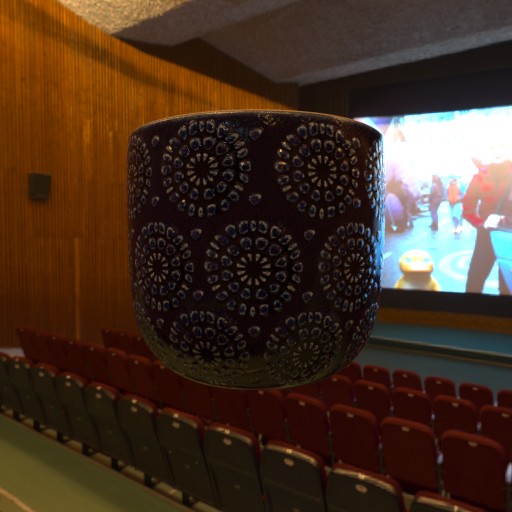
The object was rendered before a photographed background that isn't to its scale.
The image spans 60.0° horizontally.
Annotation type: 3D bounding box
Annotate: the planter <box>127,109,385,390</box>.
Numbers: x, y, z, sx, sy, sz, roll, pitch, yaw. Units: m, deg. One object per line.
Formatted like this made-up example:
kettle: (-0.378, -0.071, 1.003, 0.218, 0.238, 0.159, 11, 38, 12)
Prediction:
planter: (0.000, 0.000, 0.297, 0.165, 0.149, 0.165, 0, 2, 0)
